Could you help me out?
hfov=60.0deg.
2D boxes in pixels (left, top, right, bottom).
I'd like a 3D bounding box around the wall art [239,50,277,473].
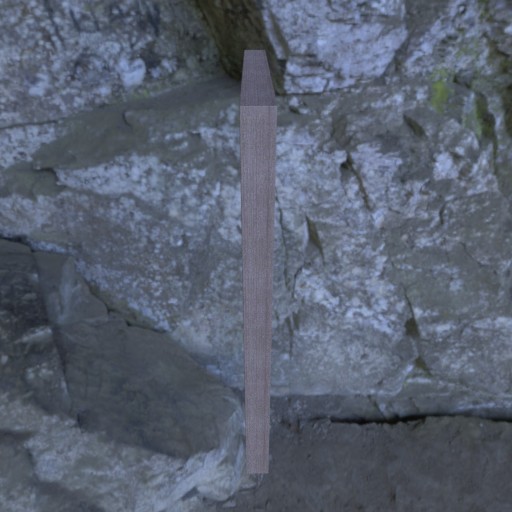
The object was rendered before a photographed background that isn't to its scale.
[{"bbox_3d":[0.000,0.000,0.648,0.031,0.509,0.356,0,32,-1],"label":"wall art"}]
